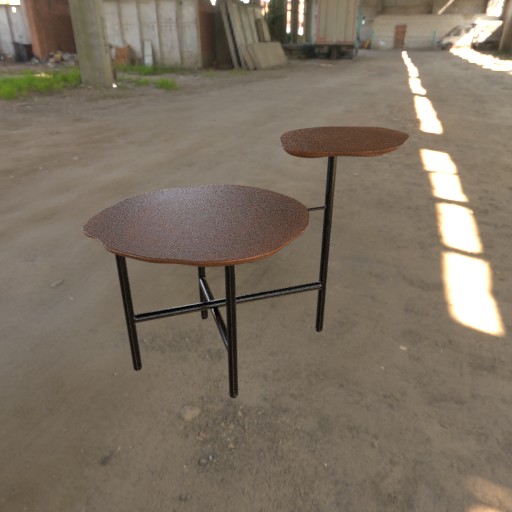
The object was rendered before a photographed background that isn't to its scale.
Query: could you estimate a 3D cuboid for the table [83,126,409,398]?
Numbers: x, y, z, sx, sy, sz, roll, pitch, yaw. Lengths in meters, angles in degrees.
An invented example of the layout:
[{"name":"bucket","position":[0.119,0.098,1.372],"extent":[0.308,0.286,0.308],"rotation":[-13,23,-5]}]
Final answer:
[{"name":"table","position":[0.000,0.000,1.078],"extent":[0.759,0.538,0.442],"rotation":[-8,28,-15]}]
